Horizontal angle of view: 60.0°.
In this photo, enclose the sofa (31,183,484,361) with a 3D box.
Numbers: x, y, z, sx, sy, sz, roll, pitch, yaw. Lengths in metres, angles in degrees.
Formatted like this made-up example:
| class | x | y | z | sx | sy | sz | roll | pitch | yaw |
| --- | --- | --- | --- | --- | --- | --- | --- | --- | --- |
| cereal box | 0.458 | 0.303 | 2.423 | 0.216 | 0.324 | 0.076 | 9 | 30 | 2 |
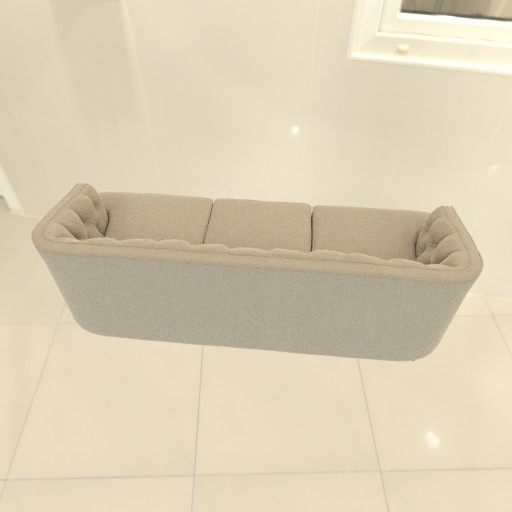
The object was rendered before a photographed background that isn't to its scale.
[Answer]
| class | x | y | z | sx | sy | sz | roll | pitch | yaw |
| --- | --- | --- | --- | --- | --- | --- | --- | --- | --- |
| sofa | 0.000 | 0.000 | 2.660 | 2.278 | 0.855 | 0.941 | 4 | 47 | 4 |
